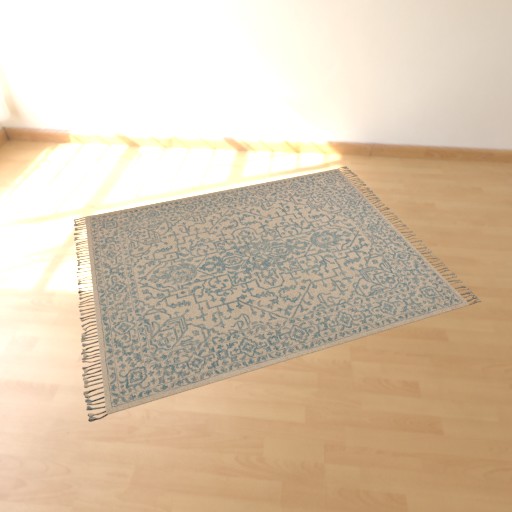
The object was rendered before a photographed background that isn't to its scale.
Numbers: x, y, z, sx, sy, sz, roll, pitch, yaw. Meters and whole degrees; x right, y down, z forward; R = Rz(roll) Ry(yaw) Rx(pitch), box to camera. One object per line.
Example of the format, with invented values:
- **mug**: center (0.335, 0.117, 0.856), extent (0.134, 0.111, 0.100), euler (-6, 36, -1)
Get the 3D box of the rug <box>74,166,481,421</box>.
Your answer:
- **rug**: center (0.000, 0.000, 4.295), extent (3.327, 0.010, 2.464), euler (-13, 43, -15)
